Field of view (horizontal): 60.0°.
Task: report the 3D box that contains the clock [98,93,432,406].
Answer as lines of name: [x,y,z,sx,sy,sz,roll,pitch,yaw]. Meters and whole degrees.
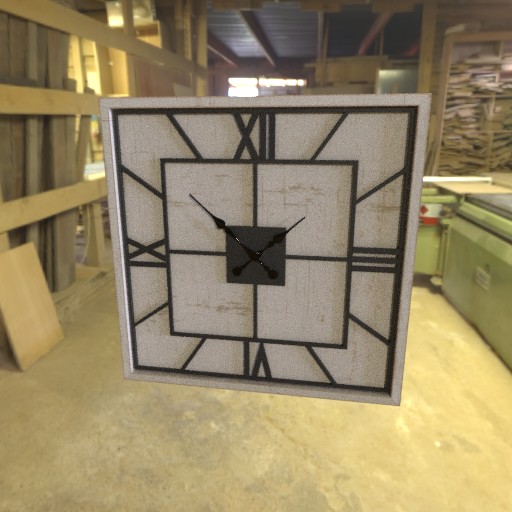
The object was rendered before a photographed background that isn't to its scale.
clock: [0.000,0.000,1.036,0.705,0.705,0.032,3,16,9]
